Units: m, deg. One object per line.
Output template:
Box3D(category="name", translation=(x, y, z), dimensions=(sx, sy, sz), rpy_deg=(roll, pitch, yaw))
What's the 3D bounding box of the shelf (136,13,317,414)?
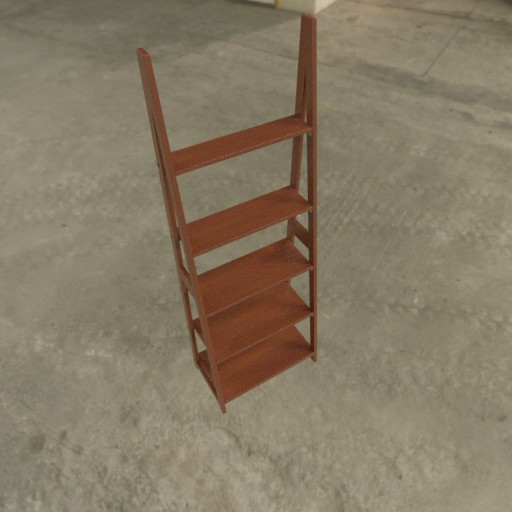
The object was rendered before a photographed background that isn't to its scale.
Box3D(category="shelf", translation=(0.000, 0.000, 1.962), dimensions=(0.630, 1.780, 0.356), rpy_deg=(-23, 50, -21))
